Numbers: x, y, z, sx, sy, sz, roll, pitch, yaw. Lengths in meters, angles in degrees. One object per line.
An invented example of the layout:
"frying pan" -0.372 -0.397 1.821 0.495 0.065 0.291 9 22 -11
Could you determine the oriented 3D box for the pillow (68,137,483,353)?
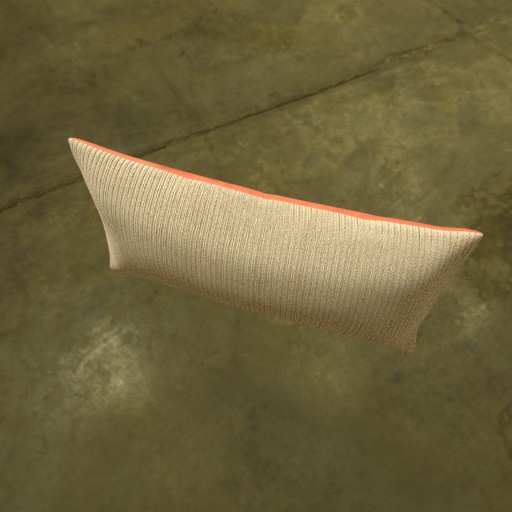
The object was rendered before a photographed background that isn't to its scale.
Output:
"pillow" 0.000 0.000 0.736 0.608 0.307 0.155 15 58 9
